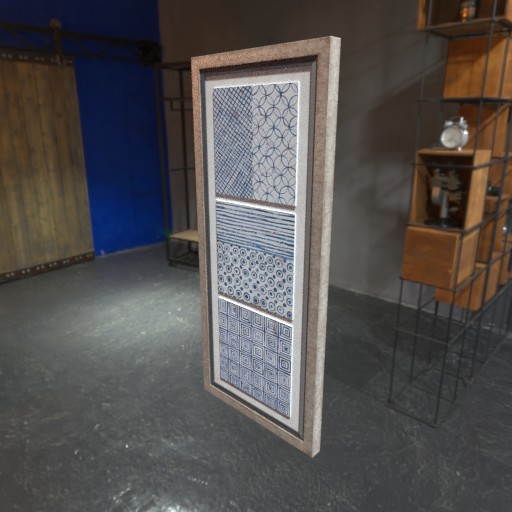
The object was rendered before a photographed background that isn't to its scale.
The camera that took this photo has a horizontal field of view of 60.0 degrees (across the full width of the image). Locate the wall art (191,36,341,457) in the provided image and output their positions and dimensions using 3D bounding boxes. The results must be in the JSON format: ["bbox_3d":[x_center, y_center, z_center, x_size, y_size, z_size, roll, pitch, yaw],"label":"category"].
[{"bbox_3d":[0.000,0.000,1.711,0.648,1.461,0.051,16,23,42],"label":"wall art"}]
